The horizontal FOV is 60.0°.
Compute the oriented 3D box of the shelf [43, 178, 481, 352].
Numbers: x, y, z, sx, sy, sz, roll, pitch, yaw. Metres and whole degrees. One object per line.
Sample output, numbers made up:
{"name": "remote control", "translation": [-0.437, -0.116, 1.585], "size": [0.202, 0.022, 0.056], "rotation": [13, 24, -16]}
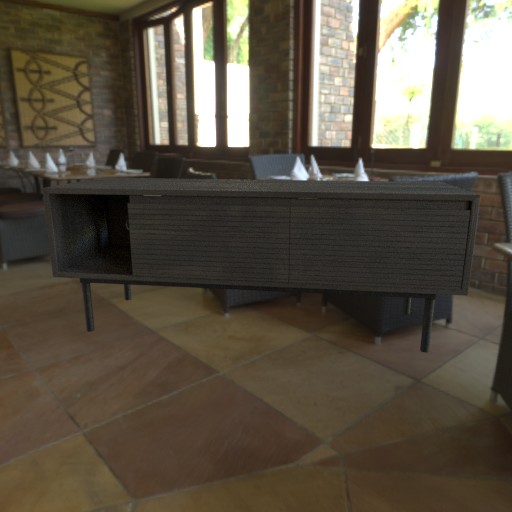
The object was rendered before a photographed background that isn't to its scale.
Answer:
{"name": "shelf", "translation": [0.000, 0.000, 1.551], "size": [1.300, 0.495, 0.400], "rotation": [2, 15, 8]}
